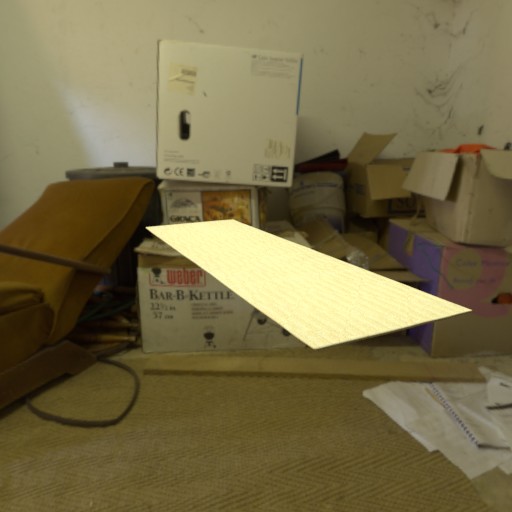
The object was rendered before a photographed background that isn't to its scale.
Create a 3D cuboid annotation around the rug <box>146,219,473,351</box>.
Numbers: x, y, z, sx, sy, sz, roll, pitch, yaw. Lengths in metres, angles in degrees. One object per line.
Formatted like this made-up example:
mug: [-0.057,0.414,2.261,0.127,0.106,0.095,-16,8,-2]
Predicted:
rug: [0.000,0.000,2.732,0.793,0.014,2.450,-7,16,-26]
